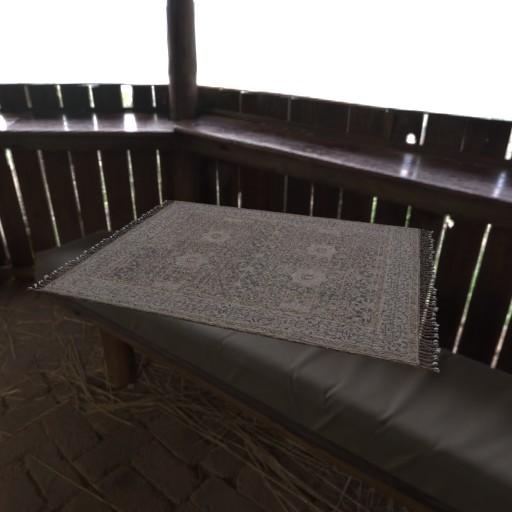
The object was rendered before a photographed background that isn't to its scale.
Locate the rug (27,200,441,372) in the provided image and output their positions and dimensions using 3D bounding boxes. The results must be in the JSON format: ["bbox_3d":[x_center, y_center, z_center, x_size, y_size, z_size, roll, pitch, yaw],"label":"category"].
[{"bbox_3d":[0.000,0.000,4.300,3.291,0.017,2.431,8,27,17],"label":"rug"}]
